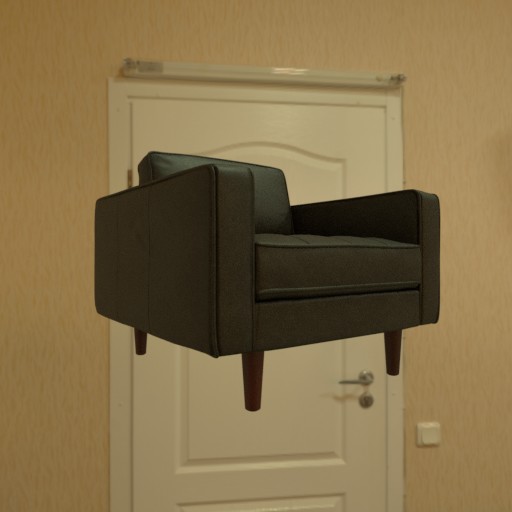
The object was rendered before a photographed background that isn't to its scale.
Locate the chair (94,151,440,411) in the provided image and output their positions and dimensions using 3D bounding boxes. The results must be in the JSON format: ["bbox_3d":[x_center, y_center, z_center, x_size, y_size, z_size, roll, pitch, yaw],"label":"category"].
[{"bbox_3d":[0.000,0.000,1.561,0.889,0.763,0.914,0,0,-36],"label":"chair"}]
